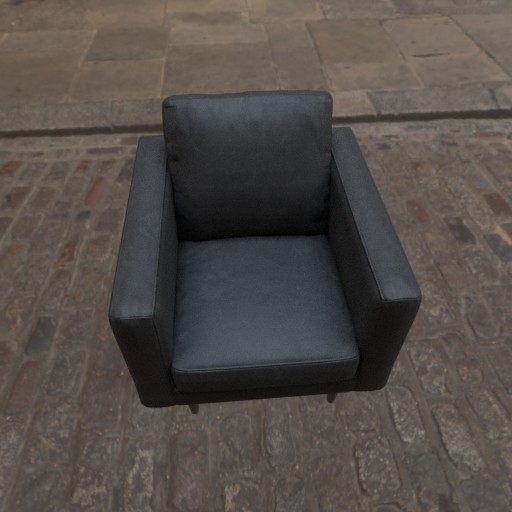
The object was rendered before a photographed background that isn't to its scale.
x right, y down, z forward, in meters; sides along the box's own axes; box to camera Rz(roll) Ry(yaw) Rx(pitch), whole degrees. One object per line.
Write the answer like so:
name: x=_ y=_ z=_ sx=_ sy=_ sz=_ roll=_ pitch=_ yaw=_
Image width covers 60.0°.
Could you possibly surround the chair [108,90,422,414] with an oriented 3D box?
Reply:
chair: x=0.000 y=0.000 z=1.565 sx=0.831 sy=0.898 sz=0.879 roll=-3 pitch=47 yaw=-3
